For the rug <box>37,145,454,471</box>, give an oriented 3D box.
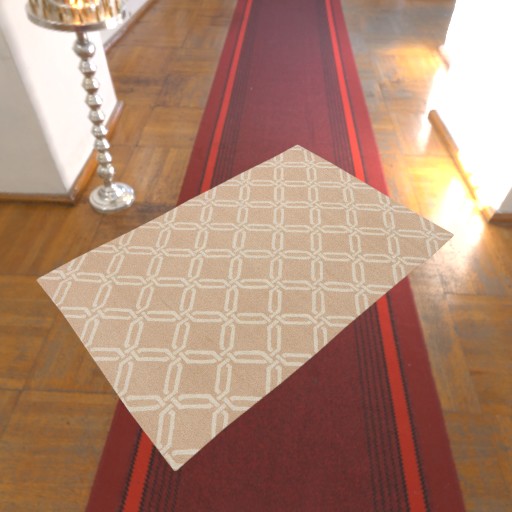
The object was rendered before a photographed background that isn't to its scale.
[{"bbox_3d":[0.000,0.000,2.173,1.745,0.010,1.146,-33,54,-27],"label":"rug"}]
